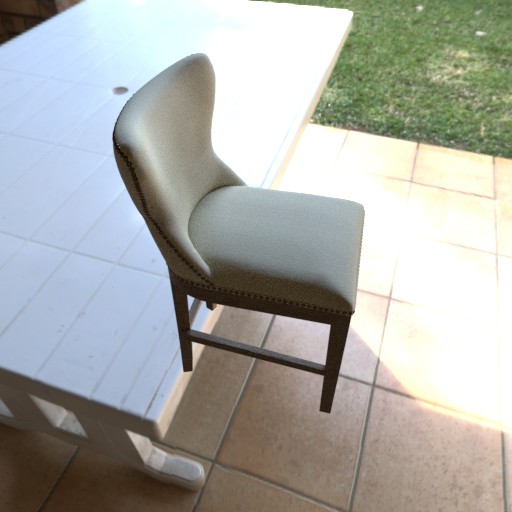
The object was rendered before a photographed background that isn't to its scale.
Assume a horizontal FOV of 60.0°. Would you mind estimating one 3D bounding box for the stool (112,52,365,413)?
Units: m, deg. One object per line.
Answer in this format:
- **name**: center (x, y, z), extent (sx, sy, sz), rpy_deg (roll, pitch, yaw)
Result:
- **stool**: center (0.000, 0.000, 1.321), extent (0.608, 0.981, 0.498), rpy_deg (10, 47, 9)
